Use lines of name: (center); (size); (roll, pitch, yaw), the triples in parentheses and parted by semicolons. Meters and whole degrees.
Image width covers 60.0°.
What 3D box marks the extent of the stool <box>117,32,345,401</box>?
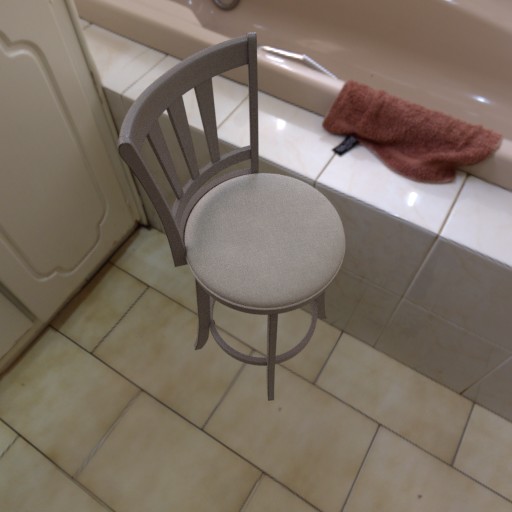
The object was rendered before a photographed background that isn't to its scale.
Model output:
stool: (0.000, 0.000, 1.266); (0.475, 1.023, 0.436); (30, 62, 18)
